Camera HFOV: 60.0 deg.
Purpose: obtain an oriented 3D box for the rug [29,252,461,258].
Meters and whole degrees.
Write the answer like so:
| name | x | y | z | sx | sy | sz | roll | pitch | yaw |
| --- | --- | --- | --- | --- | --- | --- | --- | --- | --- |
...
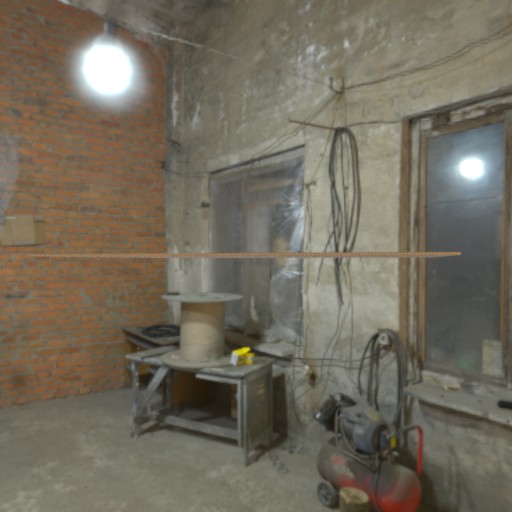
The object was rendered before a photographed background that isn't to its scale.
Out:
| name | x | y | z | sx | sy | sz | roll | pitch | yaw |
| --- | --- | --- | --- | --- | --- | --- | --- | --- | --- |
| rug | 0.000 | 0.000 | 2.930 | 2.294 | 0.014 | 1.528 | 0 | -1 | 18 |
